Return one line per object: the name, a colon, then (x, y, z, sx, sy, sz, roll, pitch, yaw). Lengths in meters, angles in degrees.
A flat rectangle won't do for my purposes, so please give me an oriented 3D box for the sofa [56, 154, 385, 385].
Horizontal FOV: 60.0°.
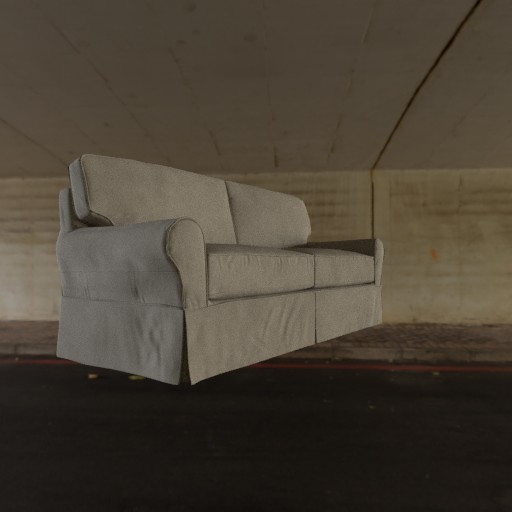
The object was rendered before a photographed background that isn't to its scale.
sofa: (0.000, 0.000, 2.771, 0.900, 1.014, 2.246, 0, -1, 36)
